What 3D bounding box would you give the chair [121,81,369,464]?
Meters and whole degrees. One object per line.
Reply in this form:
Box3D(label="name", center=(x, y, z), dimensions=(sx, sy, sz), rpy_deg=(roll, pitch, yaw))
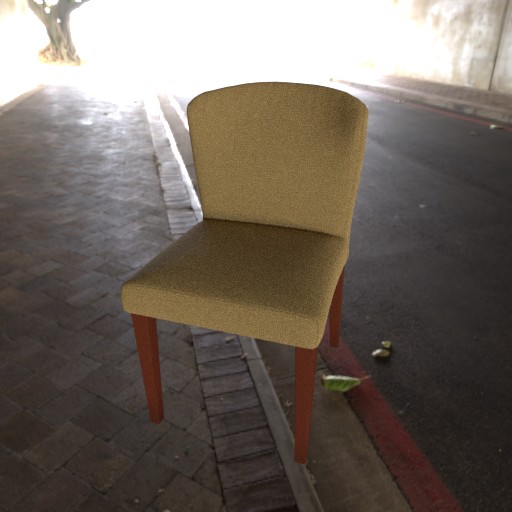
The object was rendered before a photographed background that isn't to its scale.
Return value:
Box3D(label="chair", center=(0.000, 0.000, 1.202), dimensions=(0.491, 0.839, 0.589), rpy_deg=(8, 28, 16))
